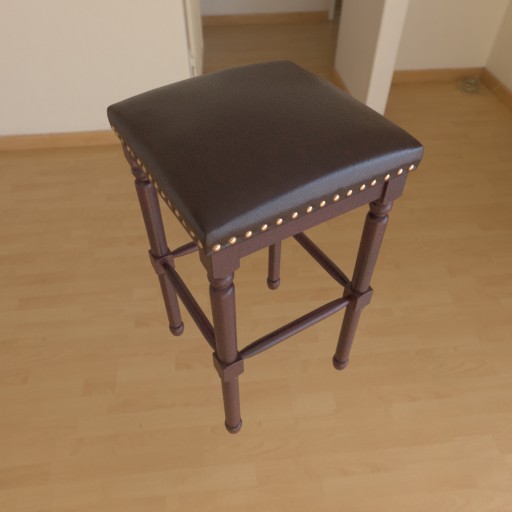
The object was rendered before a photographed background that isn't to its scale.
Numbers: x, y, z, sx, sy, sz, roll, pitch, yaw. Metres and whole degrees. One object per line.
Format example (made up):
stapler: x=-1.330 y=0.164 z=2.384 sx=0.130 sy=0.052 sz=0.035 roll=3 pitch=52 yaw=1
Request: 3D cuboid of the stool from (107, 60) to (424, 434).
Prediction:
stool: x=0.000 y=0.000 z=0.935 sx=0.383 sy=0.702 sz=0.382 roll=-24 pitch=50 yaw=-21
